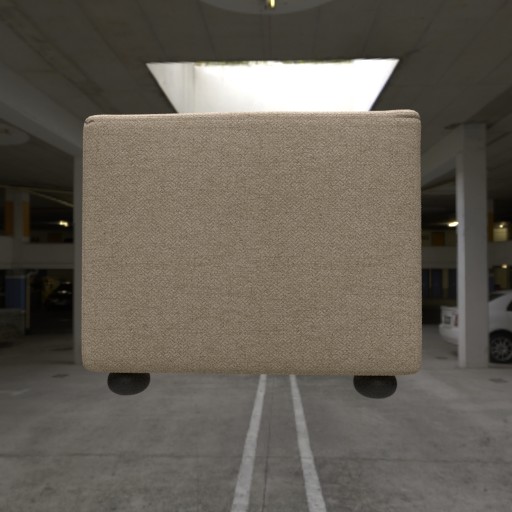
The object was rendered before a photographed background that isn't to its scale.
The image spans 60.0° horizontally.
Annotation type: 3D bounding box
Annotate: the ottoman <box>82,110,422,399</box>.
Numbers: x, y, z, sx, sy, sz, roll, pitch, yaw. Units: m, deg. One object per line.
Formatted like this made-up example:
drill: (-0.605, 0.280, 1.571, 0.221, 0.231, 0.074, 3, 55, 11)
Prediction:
ottoman: (0.000, 0.000, 0.878, 0.508, 0.432, 0.508, 0, -1, 3)
